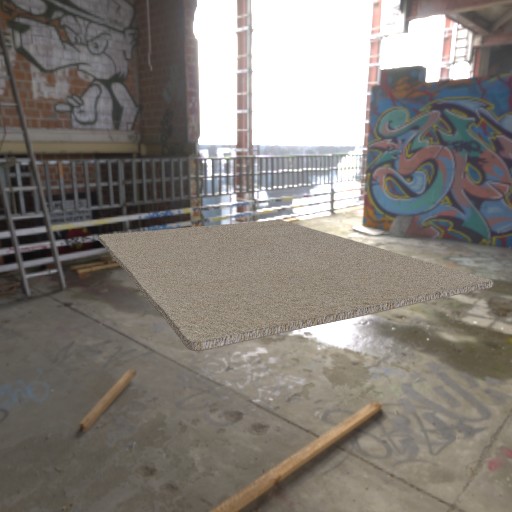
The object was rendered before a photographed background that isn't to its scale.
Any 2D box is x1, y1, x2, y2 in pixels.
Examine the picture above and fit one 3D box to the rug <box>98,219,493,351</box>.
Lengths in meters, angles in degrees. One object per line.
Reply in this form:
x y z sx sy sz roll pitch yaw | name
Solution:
0.000 0.000 2.087 1.200 0.027 1.600 -7 16 -26 | rug
